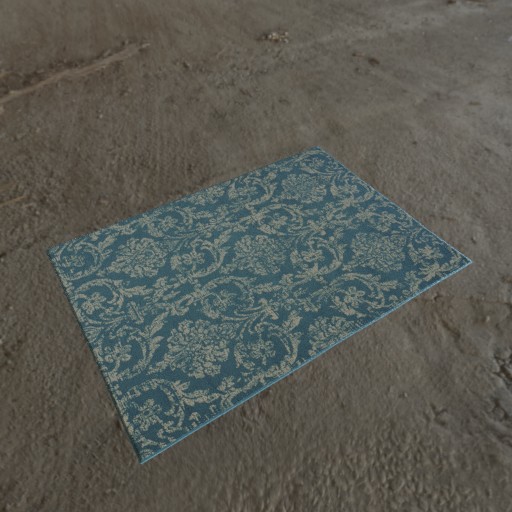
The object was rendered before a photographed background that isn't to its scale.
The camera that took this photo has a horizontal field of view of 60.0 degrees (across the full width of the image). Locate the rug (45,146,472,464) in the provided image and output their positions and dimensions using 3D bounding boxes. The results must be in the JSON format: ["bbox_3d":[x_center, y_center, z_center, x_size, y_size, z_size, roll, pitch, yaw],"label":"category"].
[{"bbox_3d":[0.000,0.000,2.790,2.205,0.012,1.554,-25,51,-22],"label":"rug"}]
